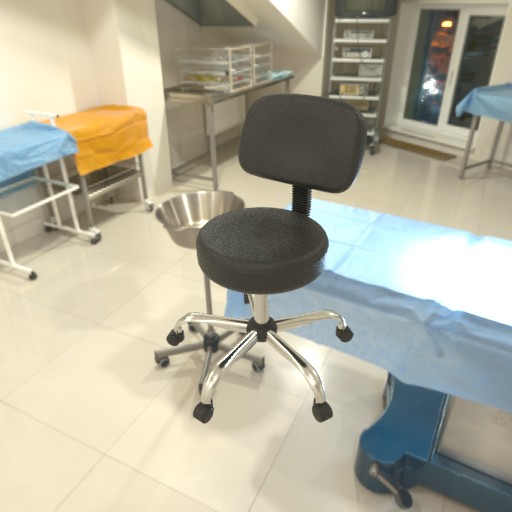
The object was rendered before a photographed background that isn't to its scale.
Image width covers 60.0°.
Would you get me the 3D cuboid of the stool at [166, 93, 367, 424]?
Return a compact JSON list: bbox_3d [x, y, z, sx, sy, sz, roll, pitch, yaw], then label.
[{"bbox_3d":[0.000,0.000,1.359,0.673,0.862,0.648,18,34,28],"label":"stool"}]
